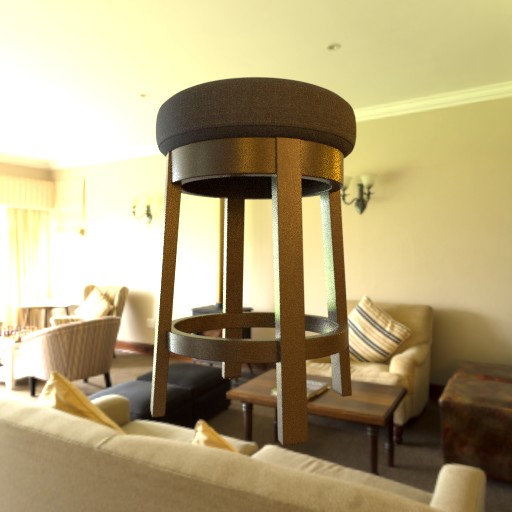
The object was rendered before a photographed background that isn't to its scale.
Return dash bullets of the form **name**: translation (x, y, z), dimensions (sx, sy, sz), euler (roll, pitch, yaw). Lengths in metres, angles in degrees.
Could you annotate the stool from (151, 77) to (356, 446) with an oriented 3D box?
- **stool**: translation (0.000, 0.000, 0.972), dimensions (0.449, 0.655, 0.449), euler (0, 0, 0)
